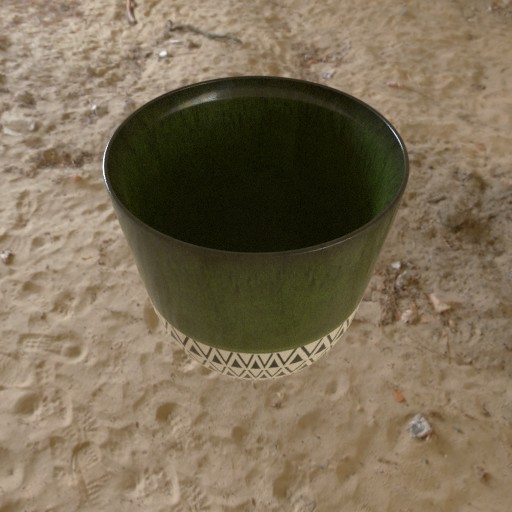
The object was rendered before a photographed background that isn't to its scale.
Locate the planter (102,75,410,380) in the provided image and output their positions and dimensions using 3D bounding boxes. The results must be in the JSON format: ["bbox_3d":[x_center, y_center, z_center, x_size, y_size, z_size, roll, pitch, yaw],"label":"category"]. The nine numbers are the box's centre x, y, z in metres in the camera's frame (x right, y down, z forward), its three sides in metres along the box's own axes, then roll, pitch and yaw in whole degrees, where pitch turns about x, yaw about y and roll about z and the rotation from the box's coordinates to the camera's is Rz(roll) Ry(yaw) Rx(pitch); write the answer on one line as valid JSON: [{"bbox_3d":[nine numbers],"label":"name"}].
[{"bbox_3d":[0.000,0.000,0.462,0.245,0.270,0.245,0,48,0],"label":"planter"}]
